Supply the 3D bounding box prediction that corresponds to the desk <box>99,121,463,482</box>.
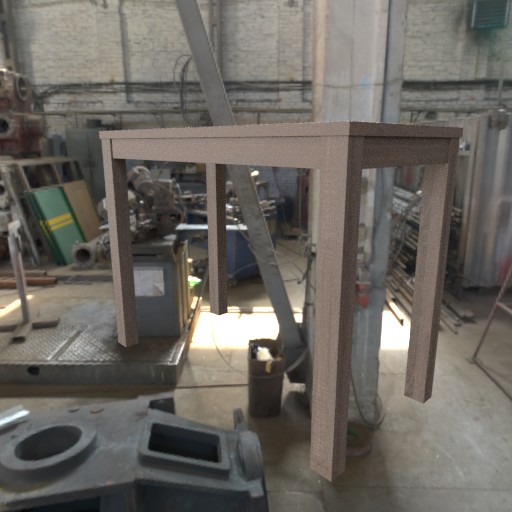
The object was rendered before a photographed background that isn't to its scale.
[{"bbox_3d":[0.000,0.000,1.389,0.495,0.762,0.991,-13,20,-42],"label":"desk"}]
